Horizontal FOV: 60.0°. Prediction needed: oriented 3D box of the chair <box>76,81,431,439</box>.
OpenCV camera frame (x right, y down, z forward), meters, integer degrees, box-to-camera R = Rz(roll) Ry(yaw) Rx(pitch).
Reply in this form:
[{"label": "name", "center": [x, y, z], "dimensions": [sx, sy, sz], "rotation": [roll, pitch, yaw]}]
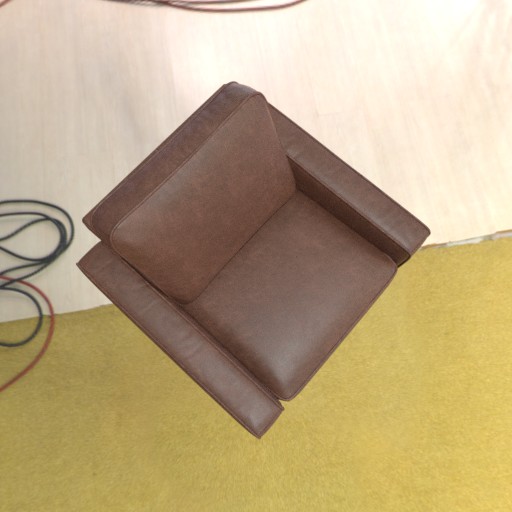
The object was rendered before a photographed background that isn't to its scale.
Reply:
[{"label": "chair", "center": [0.000, 0.000, 1.755], "dimensions": [0.940, 0.919, 1.017], "rotation": [41, 79, 10]}]
